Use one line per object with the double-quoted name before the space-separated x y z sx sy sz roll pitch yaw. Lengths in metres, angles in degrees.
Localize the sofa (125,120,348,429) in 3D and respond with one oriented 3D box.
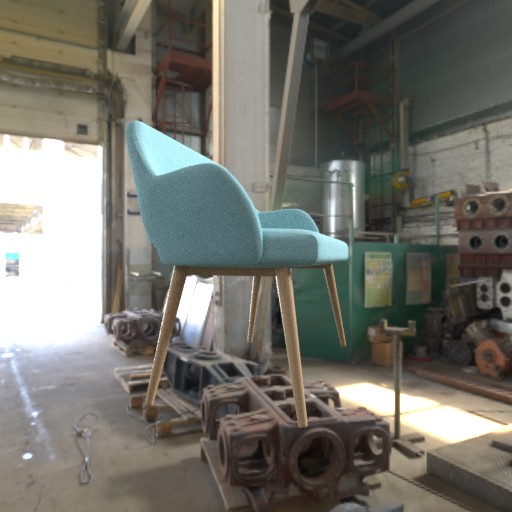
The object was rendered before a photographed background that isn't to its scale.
"sofa" 0.000 0.000 1.642 0.610 0.840 1.150 0 0 17
